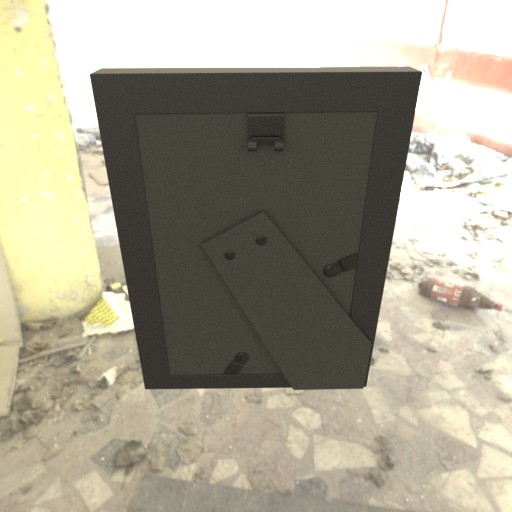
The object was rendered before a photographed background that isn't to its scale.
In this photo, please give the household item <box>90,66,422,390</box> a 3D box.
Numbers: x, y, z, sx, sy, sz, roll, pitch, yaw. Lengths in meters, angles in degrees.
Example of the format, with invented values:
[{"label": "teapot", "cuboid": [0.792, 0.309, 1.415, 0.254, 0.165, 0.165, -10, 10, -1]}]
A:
[{"label": "household item", "cuboid": [0.000, 0.000, 0.227, 0.133, 0.178, 0.022, -1, 31, -1]}]
